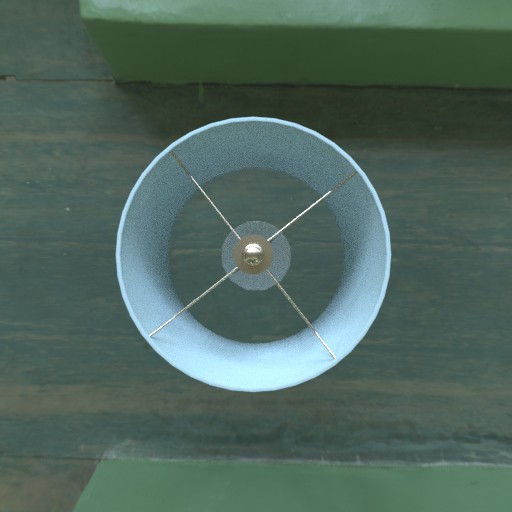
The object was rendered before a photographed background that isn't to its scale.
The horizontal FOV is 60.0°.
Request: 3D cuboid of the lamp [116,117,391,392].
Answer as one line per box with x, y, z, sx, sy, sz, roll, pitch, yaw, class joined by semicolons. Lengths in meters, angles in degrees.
0.000;0.000;0.712;0.277;0.534;0.277;0;90;1;lamp
